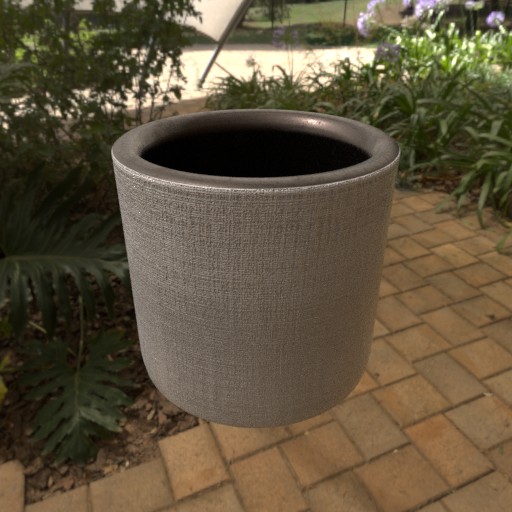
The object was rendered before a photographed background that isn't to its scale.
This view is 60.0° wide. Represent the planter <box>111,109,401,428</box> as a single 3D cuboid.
[{"bbox_3d":[0.000,0.000,0.287,0.160,0.156,0.160,0,29,0],"label":"planter"}]
